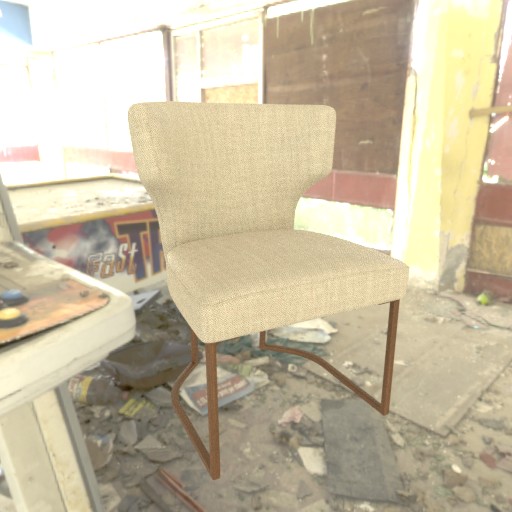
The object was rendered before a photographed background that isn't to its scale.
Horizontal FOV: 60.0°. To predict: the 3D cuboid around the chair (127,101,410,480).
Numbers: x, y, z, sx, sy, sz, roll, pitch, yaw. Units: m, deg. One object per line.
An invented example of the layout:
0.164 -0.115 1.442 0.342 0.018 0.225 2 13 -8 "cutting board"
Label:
0.000 0.000 1.232 0.611 0.824 0.617 -8 19 -26 "chair"
